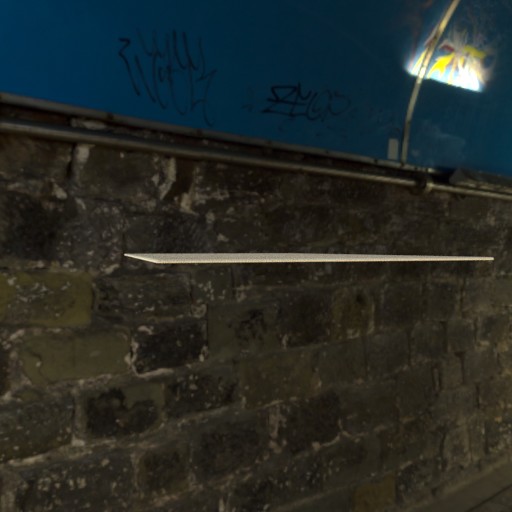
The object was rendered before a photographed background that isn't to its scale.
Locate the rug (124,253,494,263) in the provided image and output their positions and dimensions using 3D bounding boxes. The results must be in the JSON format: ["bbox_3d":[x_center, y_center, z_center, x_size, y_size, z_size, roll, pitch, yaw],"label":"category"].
[{"bbox_3d":[0.000,0.000,2.287,1.219,0.010,1.829,0,1,-19],"label":"rug"}]
